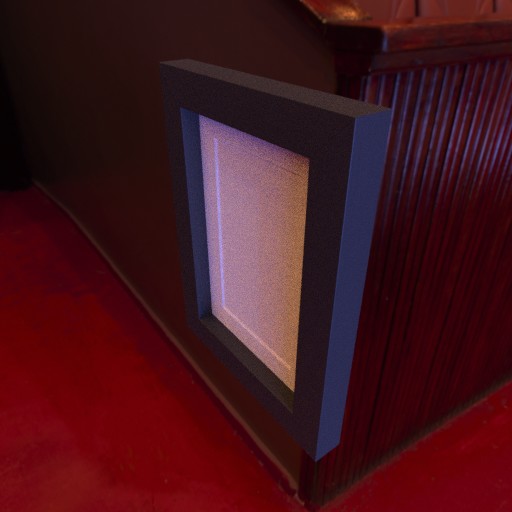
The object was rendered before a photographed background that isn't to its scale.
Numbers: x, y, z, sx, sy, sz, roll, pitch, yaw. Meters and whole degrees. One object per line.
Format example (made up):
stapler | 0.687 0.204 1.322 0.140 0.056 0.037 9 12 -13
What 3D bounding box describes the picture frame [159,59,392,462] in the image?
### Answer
picture frame | 0.000 0.000 0.276 0.028 0.208 0.157 -22 38 -31
